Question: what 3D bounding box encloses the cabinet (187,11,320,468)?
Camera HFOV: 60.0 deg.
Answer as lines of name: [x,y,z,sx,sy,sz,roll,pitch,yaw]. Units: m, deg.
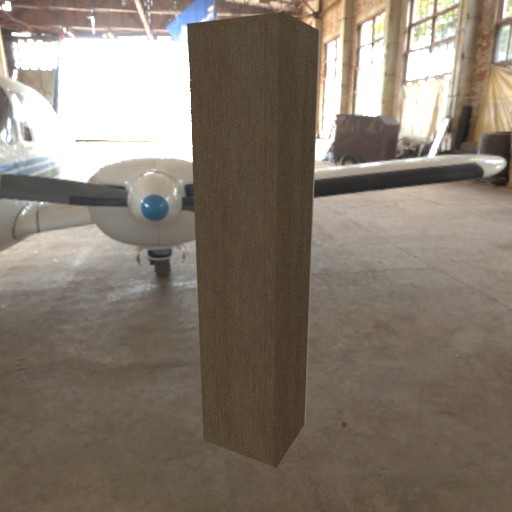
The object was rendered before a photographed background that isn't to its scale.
cabinet: [0.000,0.000,1.500,0.300,1.400,0.270,8,18,26]
